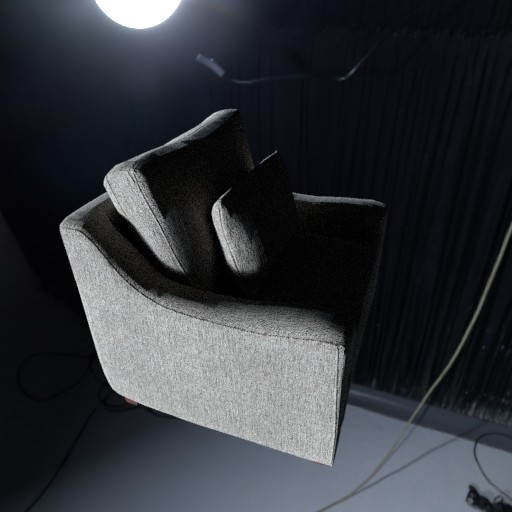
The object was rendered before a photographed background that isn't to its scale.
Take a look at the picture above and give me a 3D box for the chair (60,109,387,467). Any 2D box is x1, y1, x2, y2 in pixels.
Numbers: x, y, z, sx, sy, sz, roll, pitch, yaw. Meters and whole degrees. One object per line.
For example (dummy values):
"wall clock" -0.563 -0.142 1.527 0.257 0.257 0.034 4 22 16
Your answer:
"chair" 0.000 0.000 1.922 1.009 1.037 1.138 11 32 17
